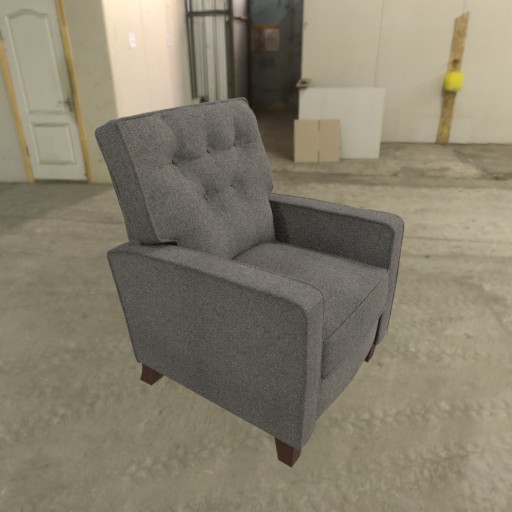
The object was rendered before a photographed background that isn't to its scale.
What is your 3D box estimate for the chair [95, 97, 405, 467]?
[{"bbox_3d":[0.000,0.000,1.413,0.775,0.889,0.650,18,32,31],"label":"chair"}]
